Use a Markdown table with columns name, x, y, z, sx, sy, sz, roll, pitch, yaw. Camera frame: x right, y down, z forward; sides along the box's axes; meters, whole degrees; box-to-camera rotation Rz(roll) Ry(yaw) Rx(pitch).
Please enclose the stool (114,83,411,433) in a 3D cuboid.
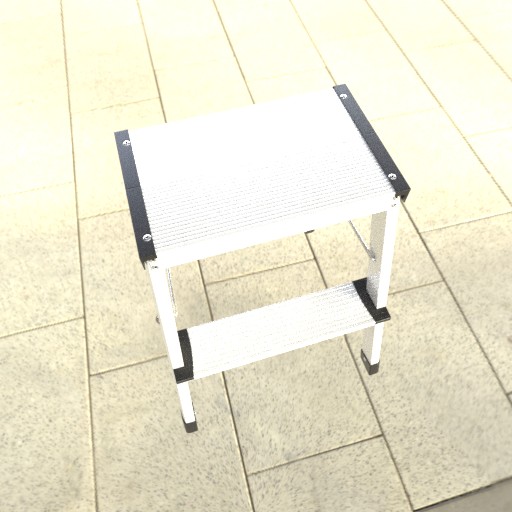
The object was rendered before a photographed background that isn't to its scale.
| name | x | y | z | sx | sy | sz | roll | pitch | yaw |
| --- | --- | --- | --- | --- | --- | --- | --- | --- | --- |
| stool | 0.000 | 0.000 | 0.767 | 0.404 | 0.480 | 0.405 | -15 | 60 | -9 |
